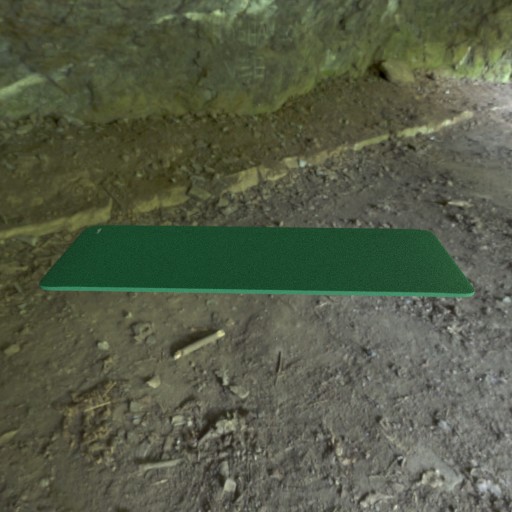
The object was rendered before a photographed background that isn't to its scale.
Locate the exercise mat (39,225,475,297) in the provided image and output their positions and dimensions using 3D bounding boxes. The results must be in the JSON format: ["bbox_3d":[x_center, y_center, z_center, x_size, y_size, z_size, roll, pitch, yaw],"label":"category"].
[{"bbox_3d":[0.000,0.000,2.130,1.869,0.021,0.616,1,29,2],"label":"exercise mat"}]
